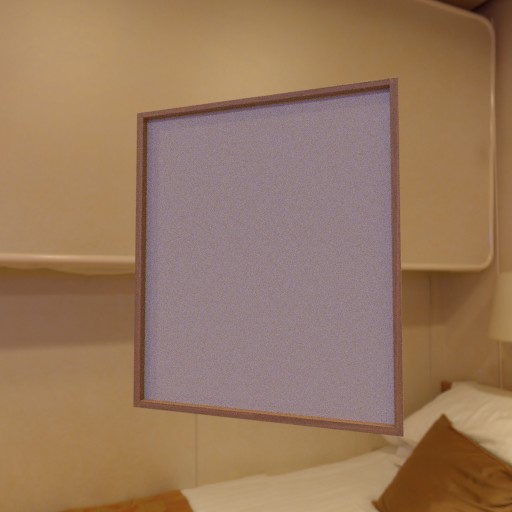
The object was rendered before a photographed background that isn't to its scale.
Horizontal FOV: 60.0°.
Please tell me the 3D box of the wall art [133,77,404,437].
[{"bbox_3d":[0.000,0.000,0.981,0.609,0.710,0.021,-1,-3,19],"label":"wall art"}]
